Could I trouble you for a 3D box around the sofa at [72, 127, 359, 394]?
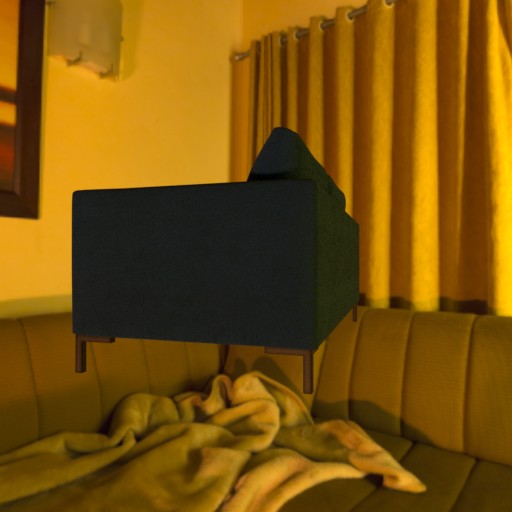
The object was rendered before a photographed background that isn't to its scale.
[{"bbox_3d":[0.000,0.000,2.178,0.875,0.817,1.676,0,-1,17],"label":"sofa"}]
